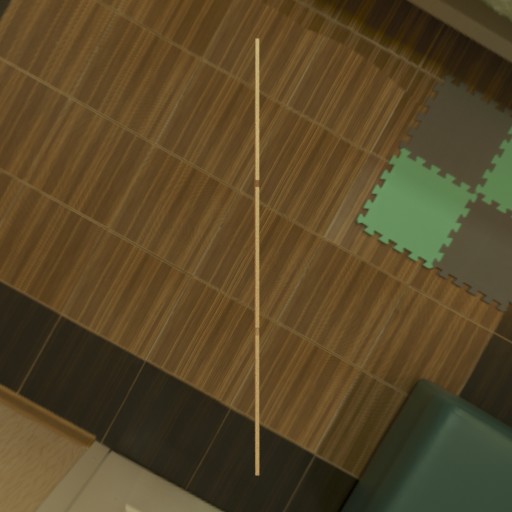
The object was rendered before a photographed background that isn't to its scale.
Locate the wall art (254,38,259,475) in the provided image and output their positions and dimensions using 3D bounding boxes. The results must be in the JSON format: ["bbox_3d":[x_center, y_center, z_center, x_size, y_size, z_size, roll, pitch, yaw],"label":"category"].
[{"bbox_3d":[0.000,0.000,2.293,0.014,1.507,1.519,0,90,0],"label":"wall art"}]
